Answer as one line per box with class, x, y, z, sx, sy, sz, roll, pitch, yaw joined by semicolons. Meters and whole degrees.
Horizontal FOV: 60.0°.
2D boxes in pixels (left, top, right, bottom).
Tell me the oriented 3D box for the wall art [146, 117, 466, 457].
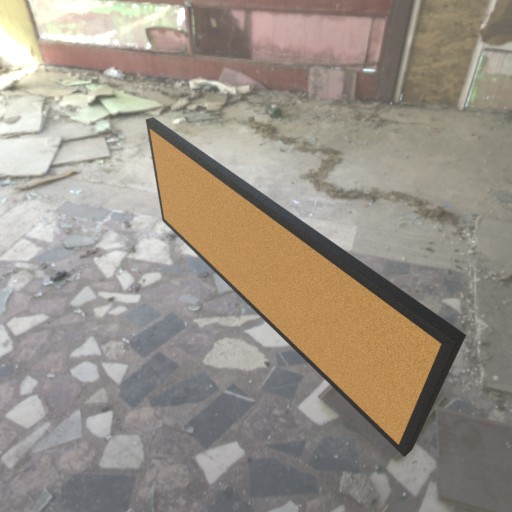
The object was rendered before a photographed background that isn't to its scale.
wall art;0.000;0.000;1.682;0.041;0.554;1.572;-26;47;-28
